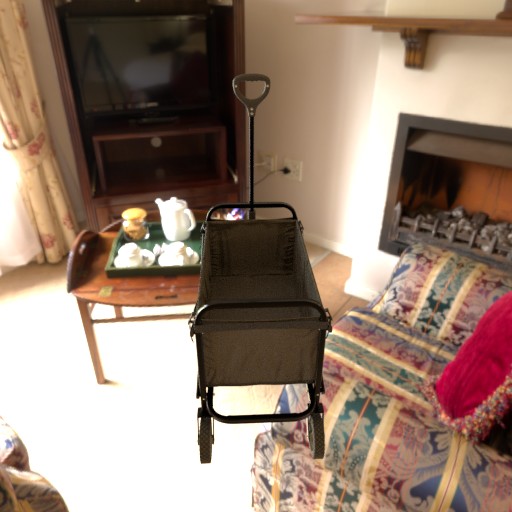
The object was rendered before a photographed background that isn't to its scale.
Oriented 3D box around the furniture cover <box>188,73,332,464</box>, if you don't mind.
[{"bbox_3d":[0.000,0.000,1.815,0.532,1.295,1.038,-1,30,-2],"label":"furniture cover"}]
